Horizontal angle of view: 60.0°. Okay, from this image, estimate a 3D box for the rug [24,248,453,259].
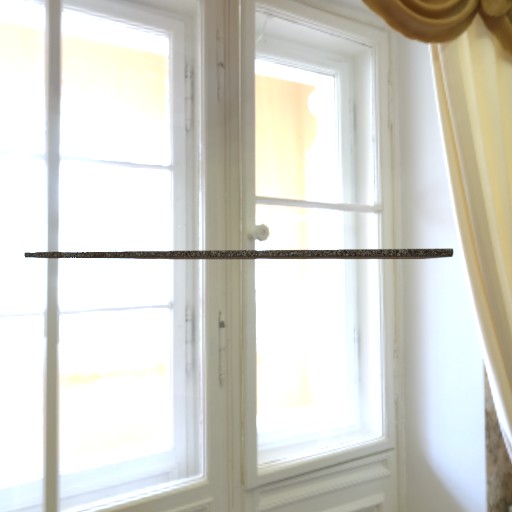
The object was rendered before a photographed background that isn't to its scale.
[{"bbox_3d":[0.000,0.000,2.123,1.601,0.025,1.198,0,-1,17],"label":"rug"}]
